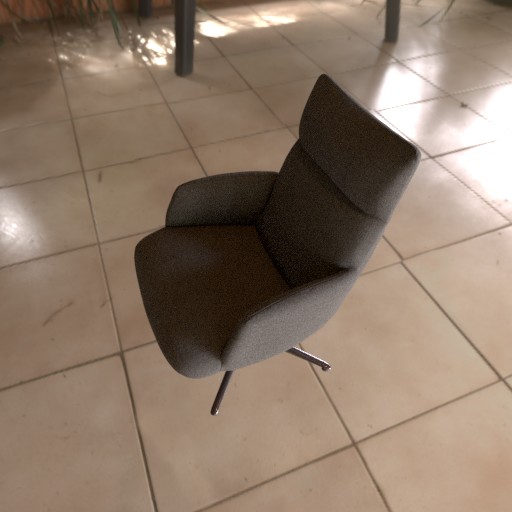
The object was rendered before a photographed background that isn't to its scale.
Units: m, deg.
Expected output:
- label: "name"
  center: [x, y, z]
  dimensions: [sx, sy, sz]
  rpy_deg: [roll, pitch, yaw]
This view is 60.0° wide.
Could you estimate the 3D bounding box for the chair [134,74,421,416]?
- label: "chair"
  center: [0.000, 0.000, 1.569]
  dimensions: [0.831, 0.984, 0.702]
  rpy_deg: [-17, 48, -16]
